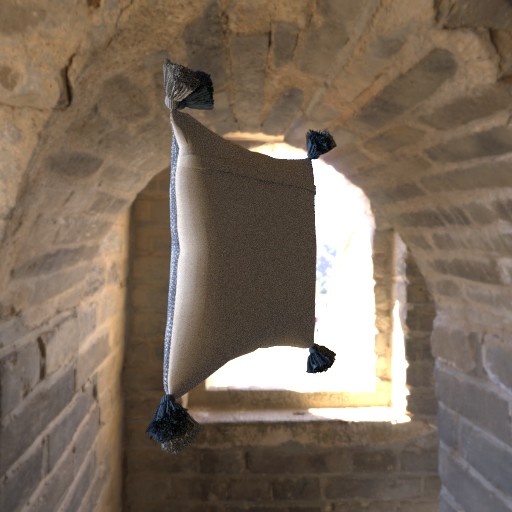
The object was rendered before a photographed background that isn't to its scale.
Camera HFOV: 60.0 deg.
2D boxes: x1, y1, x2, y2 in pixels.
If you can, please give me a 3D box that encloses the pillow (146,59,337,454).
[{"bbox_3d":[0.000,0.000,0.919,0.138,0.634,0.614,0,0,37],"label":"pillow"}]
